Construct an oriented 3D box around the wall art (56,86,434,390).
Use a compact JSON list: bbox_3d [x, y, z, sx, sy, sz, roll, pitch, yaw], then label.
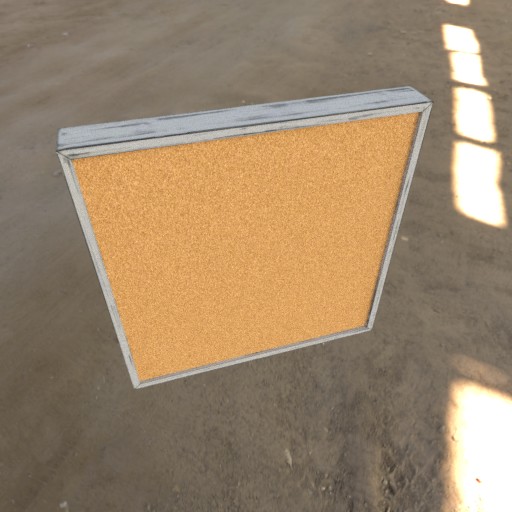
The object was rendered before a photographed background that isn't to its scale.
[{"bbox_3d":[0.000,0.000,0.456,0.303,0.303,0.036,-11,43,-12],"label":"wall art"}]
